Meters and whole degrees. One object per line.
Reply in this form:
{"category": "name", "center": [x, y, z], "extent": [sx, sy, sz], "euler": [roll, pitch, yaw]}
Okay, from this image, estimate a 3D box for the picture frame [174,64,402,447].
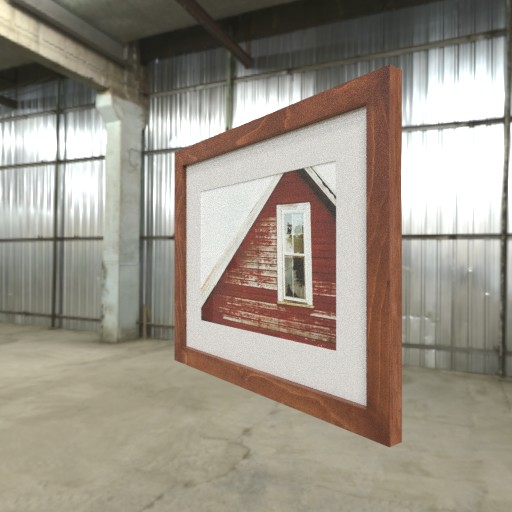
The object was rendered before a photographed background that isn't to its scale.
{"category": "picture frame", "center": [0.000, 0.000, 0.759], "extent": [0.025, 0.457, 0.559], "euler": [0, 0, -37]}
